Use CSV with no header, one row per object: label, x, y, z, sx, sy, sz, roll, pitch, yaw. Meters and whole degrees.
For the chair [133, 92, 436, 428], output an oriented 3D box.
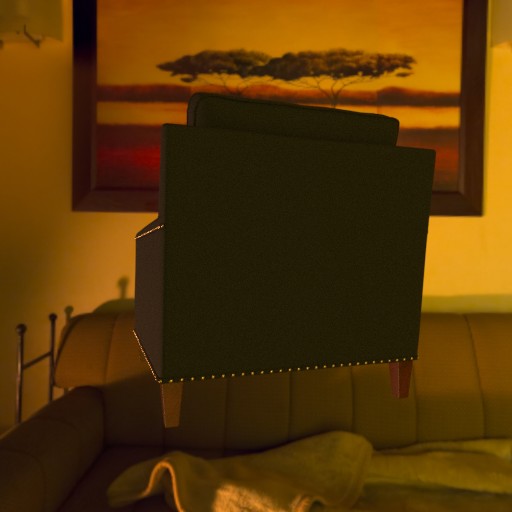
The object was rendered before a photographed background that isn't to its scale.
chair,0.000,0.000,1.712,0.853,0.943,1.014,0,0,-19
